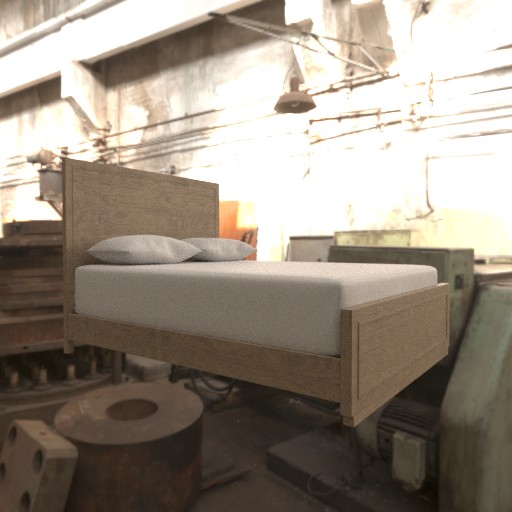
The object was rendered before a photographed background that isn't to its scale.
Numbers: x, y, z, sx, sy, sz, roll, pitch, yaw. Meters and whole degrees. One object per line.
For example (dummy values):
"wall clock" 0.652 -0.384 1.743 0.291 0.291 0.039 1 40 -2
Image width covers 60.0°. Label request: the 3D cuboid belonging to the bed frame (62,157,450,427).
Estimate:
"bed frame" 0.000 0.000 3.104 2.189 1.369 1.606 1 2 37
